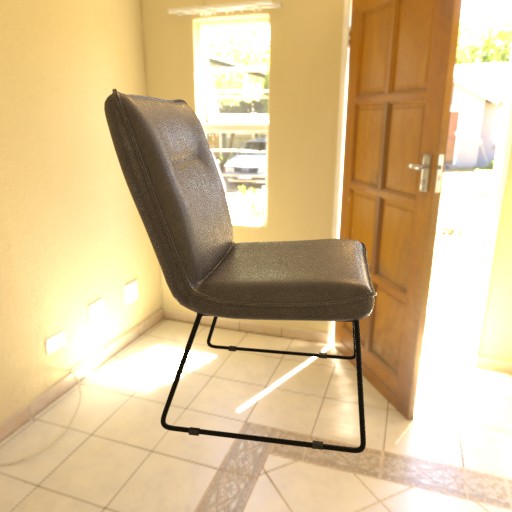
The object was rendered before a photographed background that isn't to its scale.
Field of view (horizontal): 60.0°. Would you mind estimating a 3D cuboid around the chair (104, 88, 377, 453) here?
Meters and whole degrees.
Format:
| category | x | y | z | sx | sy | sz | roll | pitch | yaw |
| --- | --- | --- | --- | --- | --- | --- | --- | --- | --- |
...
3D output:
| category | x | y | z | sx | sy | sz | roll | pitch | yaw |
| --- | --- | --- | --- | --- | --- | --- | --- | --- | --- |
| chair | 0.000 | 0.000 | 1.348 | 0.688 | 0.932 | 0.515 | 3 | 17 | 9 |
